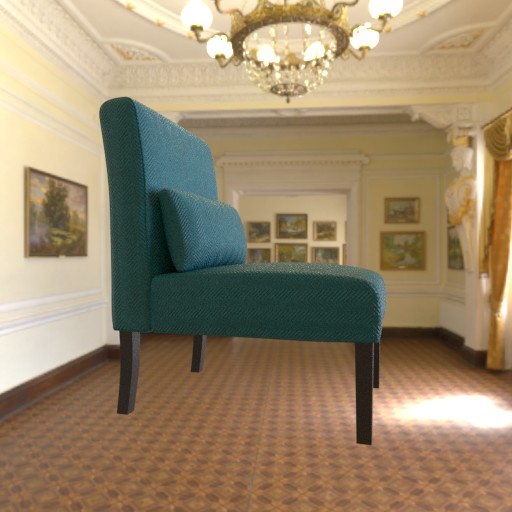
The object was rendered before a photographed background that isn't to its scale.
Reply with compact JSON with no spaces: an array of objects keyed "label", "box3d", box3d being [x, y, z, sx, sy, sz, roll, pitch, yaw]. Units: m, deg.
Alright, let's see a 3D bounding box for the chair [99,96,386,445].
[{"label":"chair","box3d":[0.000,0.000,1.449,0.808,0.927,0.579,0,0,18]}]
